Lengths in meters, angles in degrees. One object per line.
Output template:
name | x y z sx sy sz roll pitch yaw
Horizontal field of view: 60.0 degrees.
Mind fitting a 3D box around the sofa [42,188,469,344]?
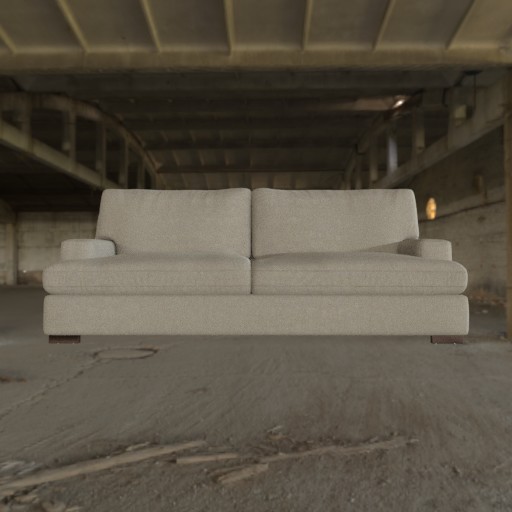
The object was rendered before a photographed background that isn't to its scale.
sofa | 0.000 0.000 2.856 2.354 0.980 0.962 0 -1 0
